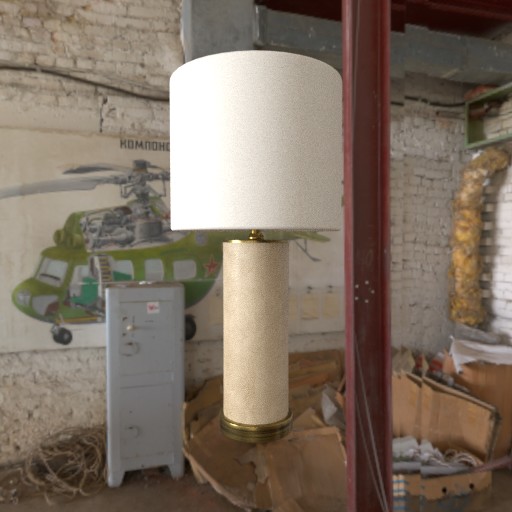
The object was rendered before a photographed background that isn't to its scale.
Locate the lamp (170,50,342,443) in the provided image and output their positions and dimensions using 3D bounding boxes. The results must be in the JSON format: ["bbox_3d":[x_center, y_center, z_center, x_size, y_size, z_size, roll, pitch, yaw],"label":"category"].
[{"bbox_3d":[0.000,0.000,0.810,0.305,0.634,0.305,1,3,20],"label":"lamp"}]
